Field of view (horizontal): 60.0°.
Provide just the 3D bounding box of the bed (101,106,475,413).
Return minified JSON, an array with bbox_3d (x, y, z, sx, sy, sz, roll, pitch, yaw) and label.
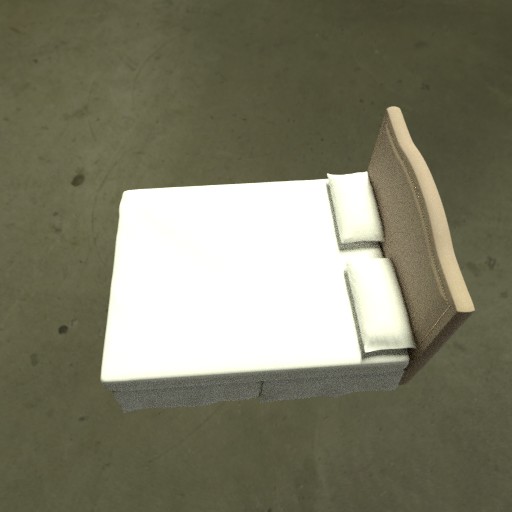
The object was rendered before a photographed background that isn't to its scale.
[{"bbox_3d":[0.000,0.000,3.350,2.282,1.436,1.821,-3,57,-2],"label":"bed"}]
